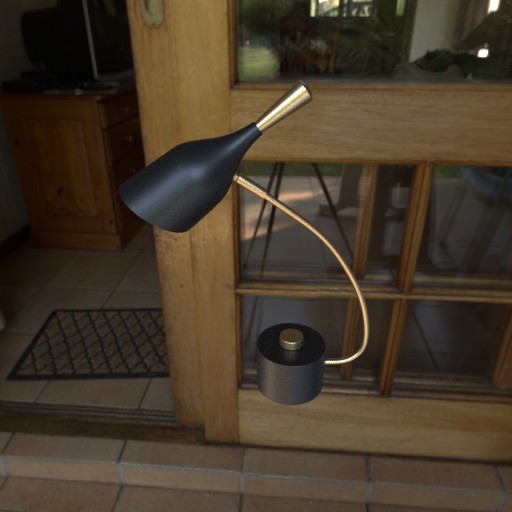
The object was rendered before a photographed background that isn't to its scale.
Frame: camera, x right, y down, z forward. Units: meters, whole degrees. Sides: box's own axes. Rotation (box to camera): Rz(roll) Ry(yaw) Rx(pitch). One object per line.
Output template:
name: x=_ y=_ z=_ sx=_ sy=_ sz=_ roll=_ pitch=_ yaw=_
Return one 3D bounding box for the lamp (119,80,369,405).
lamp: x=0.000 y=0.000 z=0.626 sx=0.352 sy=0.464 sz=0.110 roll=0 pitch=27 yaw=-1
